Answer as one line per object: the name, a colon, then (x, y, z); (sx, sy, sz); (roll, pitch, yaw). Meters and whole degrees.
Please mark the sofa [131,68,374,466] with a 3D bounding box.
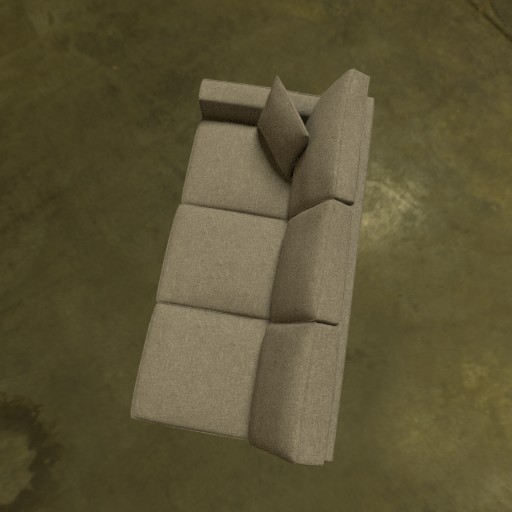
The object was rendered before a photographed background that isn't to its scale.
sofa: (0.000, 0.000, 2.521); (1.034, 0.946, 1.963); (9, 76, 2)
